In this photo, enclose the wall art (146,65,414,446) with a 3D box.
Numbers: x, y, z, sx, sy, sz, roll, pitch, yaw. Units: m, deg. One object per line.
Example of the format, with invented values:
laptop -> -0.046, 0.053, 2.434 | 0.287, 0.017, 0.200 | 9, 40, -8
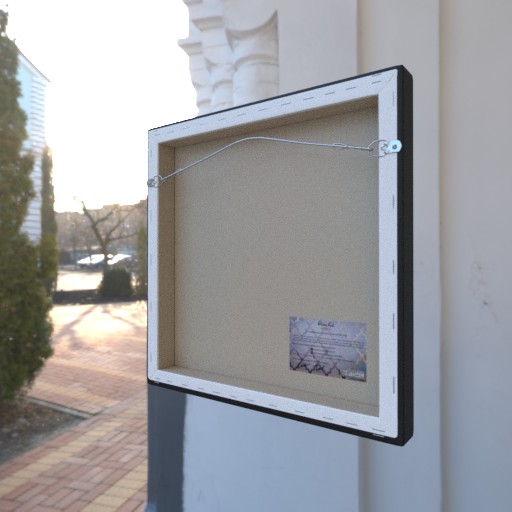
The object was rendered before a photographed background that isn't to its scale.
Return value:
wall art -> 0.000, 0.000, 0.599 | 0.406, 0.407, 0.041 | 0, 0, 36
